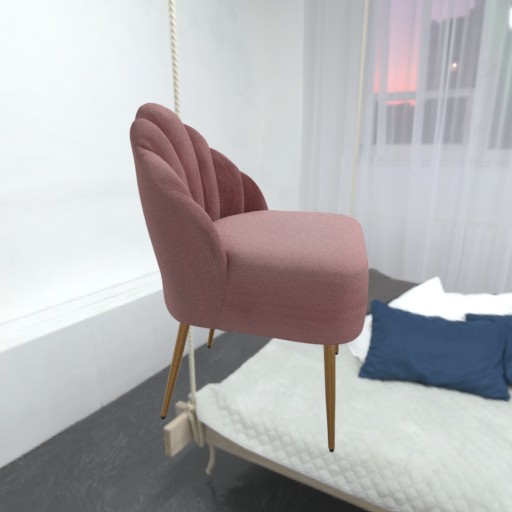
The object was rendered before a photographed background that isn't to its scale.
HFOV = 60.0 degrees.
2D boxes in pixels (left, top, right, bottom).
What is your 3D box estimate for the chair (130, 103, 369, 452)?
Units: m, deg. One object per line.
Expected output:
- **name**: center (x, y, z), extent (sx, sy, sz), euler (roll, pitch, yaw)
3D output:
- **chair**: center (0.000, 0.000, 1.243), extent (0.599, 0.819, 0.657), euler (3, 16, 11)
